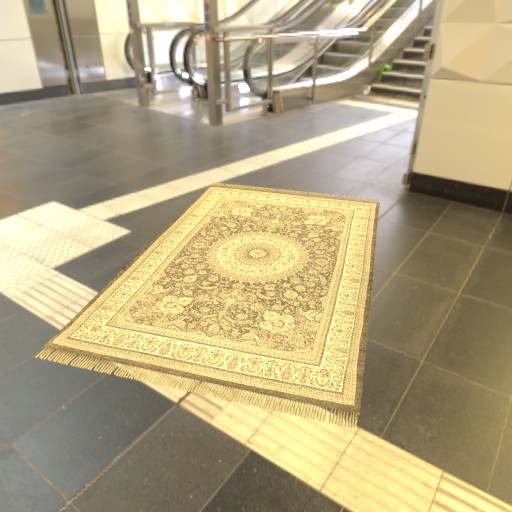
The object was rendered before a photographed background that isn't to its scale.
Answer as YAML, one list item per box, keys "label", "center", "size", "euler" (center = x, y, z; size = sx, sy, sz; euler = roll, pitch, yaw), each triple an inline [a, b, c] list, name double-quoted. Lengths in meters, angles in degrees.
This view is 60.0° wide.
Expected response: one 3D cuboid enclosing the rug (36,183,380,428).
- label: "rug"
  center: [0.000, 0.000, 4.131]
  size: [2.143, 0.015, 3.422]
  euler: [8, 31, 14]
